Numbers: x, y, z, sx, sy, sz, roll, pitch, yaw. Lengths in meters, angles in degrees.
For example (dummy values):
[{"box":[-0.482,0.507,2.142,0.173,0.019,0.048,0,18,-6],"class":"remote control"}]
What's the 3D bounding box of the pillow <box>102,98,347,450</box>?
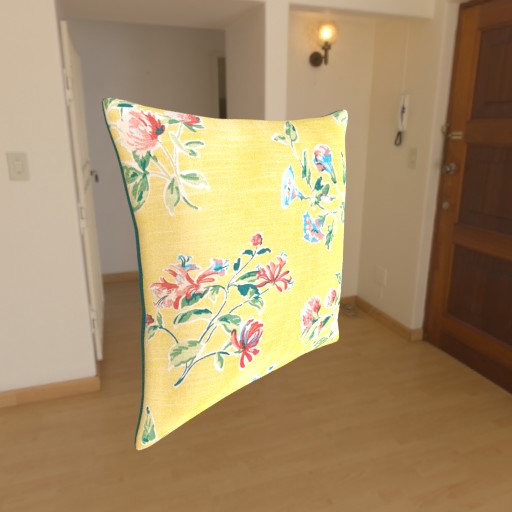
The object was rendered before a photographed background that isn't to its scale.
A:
[{"box":[0.000,0.000,0.785,0.525,0.508,0.166,-15,22,-43],"class":"pillow"}]
